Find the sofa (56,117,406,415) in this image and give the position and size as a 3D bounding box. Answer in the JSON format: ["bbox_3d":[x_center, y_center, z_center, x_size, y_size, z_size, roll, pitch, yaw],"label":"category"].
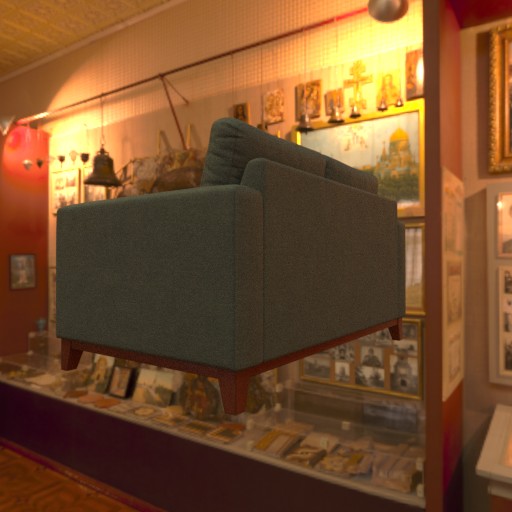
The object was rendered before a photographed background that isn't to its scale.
[{"bbox_3d":[0.000,0.000,2.087,0.955,0.903,1.489,0,-1,36],"label":"sofa"}]
